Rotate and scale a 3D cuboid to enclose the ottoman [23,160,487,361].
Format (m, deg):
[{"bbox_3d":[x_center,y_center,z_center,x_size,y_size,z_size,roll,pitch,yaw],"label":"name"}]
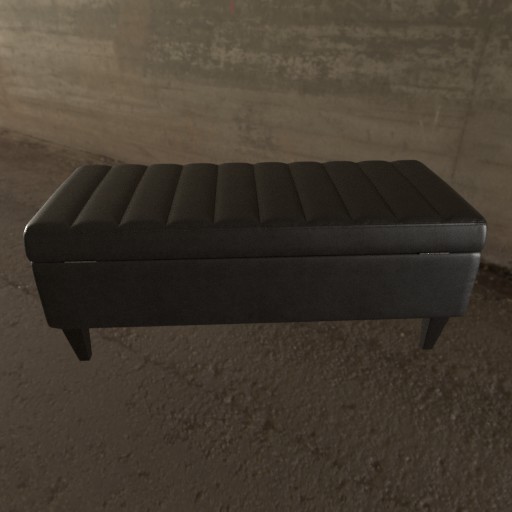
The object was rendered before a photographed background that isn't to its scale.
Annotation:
[{"bbox_3d":[0.000,0.000,1.372,1.151,0.469,0.482,-1,30,-2],"label":"ottoman"}]
